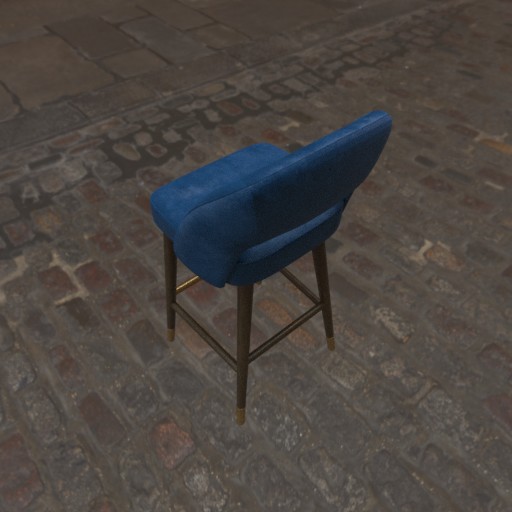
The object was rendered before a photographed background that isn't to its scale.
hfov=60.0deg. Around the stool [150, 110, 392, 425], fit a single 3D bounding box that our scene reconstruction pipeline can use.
[{"bbox_3d":[0.000,0.000,1.313,0.514,1.016,0.515,-31,54,-27],"label":"stool"}]
